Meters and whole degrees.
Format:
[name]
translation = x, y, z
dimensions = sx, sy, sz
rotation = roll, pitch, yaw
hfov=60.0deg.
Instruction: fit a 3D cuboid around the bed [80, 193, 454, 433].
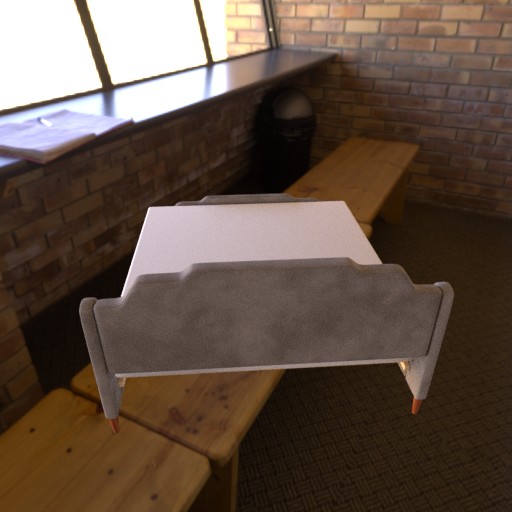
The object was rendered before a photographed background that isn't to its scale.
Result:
[bed]
translation = 0.000, 0.000, 3.618
dimensions = 2.074, 1.245, 2.340
rotation = -2, 31, -4
